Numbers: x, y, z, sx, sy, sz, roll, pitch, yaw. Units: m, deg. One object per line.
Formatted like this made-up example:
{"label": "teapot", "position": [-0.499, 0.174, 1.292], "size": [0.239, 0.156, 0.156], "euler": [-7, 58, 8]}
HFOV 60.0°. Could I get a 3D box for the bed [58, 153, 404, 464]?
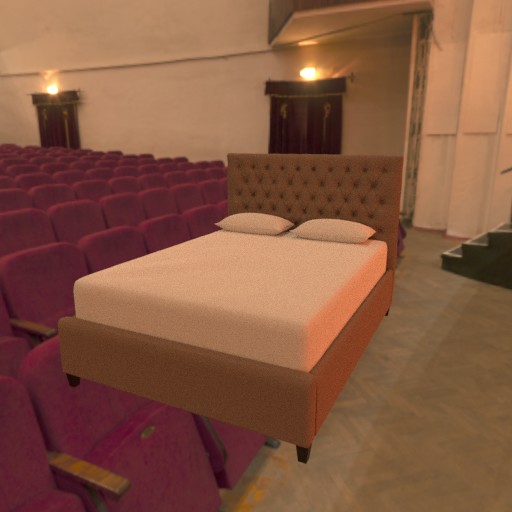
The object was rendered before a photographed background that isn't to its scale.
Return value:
{"label": "bed", "position": [0.000, 0.000, 3.288], "size": [1.696, 1.426, 2.233], "euler": [7, 16, 25]}
